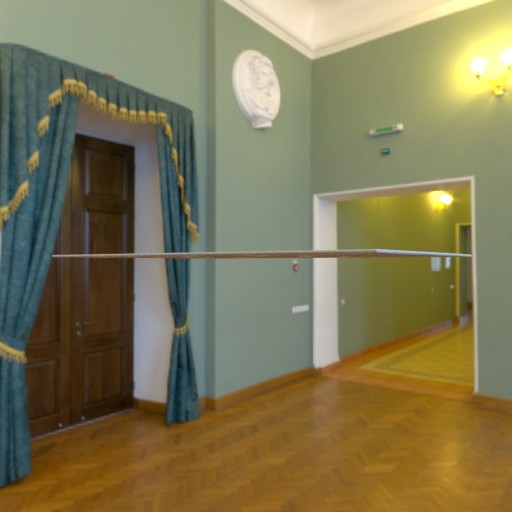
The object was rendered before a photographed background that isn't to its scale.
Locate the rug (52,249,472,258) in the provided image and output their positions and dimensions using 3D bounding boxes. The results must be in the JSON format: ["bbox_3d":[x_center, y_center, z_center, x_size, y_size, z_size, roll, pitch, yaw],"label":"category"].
[{"bbox_3d":[0.000,0.000,2.887,2.294,0.014,1.528,-1,-1,37],"label":"rug"}]
